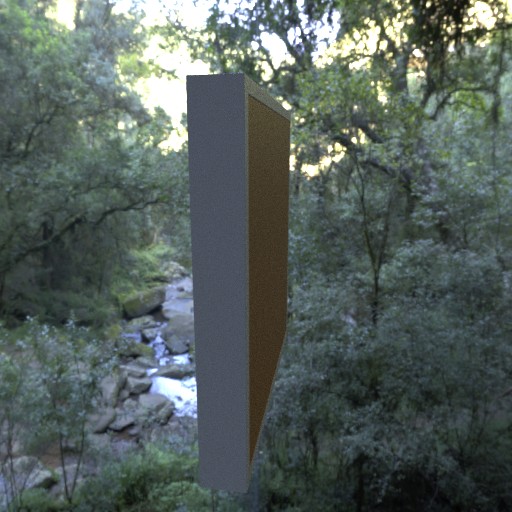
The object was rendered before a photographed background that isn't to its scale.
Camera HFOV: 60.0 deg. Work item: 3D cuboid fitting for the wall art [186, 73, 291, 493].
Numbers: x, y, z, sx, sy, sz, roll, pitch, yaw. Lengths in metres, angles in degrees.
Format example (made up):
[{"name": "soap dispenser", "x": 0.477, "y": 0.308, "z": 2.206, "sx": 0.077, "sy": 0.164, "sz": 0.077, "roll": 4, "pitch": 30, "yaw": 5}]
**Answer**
[{"name": "wall art", "x": 0.000, "y": 0.000, "z": 0.457, "sx": 0.038, "sy": 0.305, "sz": 0.305, "roll": 2, "pitch": 14, "yaw": 9}]
